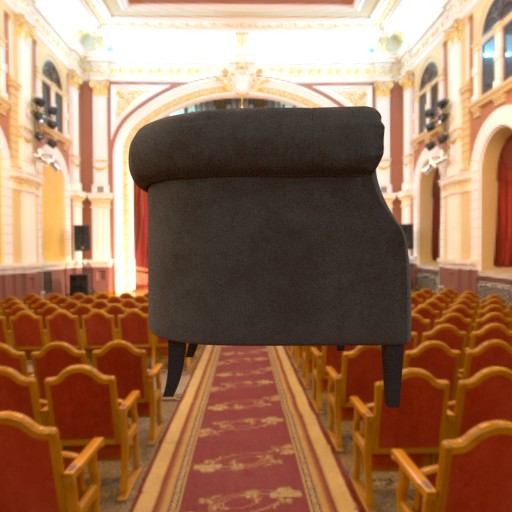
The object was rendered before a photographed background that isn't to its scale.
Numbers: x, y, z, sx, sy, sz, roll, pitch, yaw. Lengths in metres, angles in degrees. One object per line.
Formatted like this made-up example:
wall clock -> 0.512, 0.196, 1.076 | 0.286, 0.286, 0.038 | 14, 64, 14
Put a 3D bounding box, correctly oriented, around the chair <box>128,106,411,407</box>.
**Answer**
chair -> 0.000, 0.000, 1.569 | 0.851, 0.826, 0.904 | 0, 1, -1
